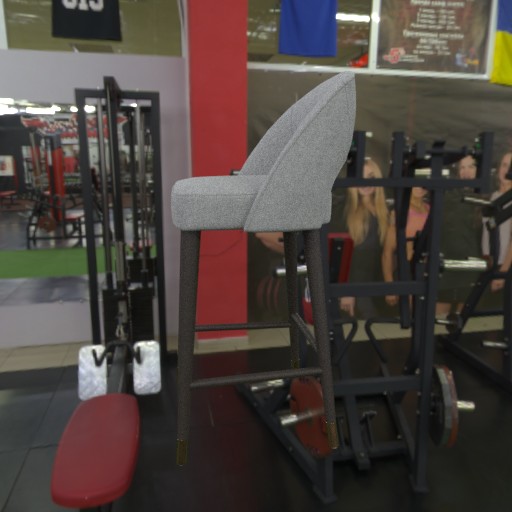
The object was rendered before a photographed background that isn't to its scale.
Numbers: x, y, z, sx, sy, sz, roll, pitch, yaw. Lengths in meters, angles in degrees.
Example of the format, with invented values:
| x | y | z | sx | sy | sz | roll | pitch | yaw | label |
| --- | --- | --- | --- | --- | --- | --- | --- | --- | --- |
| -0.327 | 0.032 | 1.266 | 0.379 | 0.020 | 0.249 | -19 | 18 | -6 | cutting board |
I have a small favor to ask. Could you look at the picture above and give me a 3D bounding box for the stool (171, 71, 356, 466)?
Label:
| x | y | z | sx | sy | sz | roll | pitch | yaw | label |
| --- | --- | --- | --- | --- | --- | --- | --- | --- | --- |
| 0.000 | 0.000 | 1.330 | 0.509 | 1.037 | 0.494 | -2 | 13 | -9 | stool |
